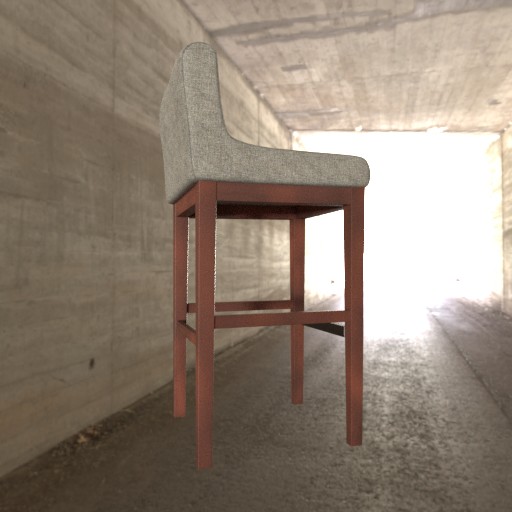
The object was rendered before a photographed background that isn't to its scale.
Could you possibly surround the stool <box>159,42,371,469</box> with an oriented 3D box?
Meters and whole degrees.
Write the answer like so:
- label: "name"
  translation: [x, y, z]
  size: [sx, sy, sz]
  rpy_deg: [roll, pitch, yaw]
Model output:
- label: "stool"
  translation: [0.000, 0.000, 1.244]
  size: [0.499, 0.965, 0.426]
  rpy_deg: [0, -1, -19]
